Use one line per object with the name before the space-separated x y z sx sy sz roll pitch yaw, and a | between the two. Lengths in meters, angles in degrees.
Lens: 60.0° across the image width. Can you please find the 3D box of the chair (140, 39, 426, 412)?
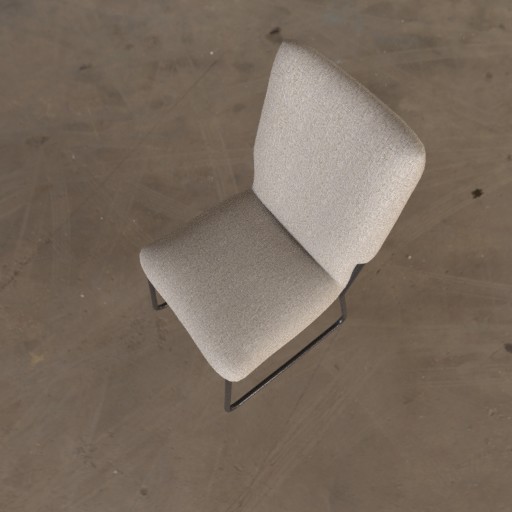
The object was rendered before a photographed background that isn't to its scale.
chair | 0.000 0.000 1.165 0.560 0.864 0.448 -34 68 -16
